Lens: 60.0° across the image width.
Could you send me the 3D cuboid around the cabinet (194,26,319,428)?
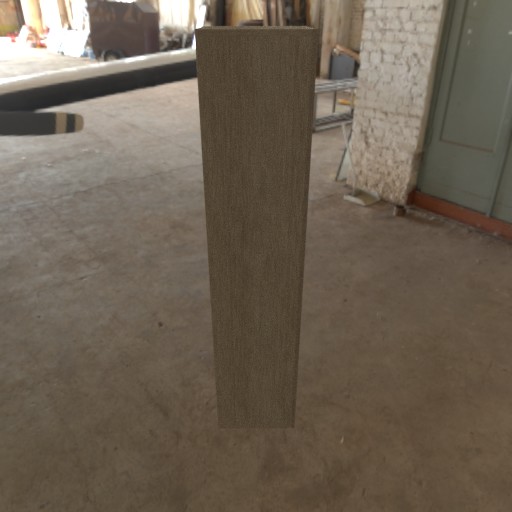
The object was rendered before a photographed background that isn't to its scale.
[{"bbox_3d":[0.000,0.000,1.527,0.300,1.400,0.270,0,29,-1],"label":"cabinet"}]
